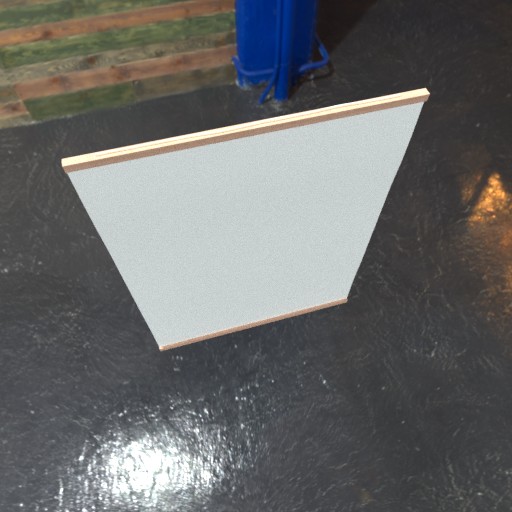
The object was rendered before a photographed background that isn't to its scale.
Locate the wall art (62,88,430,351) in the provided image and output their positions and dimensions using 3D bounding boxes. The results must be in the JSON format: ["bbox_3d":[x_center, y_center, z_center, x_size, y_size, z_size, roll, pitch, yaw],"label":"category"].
[{"bbox_3d":[0.000,0.000,1.312,0.758,1.013,0.020,-14,59,-8],"label":"wall art"}]
